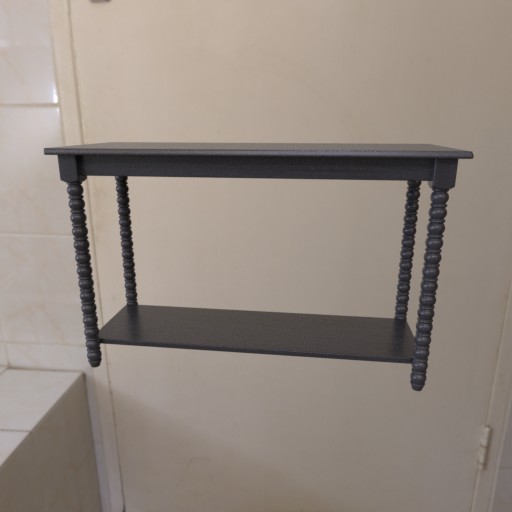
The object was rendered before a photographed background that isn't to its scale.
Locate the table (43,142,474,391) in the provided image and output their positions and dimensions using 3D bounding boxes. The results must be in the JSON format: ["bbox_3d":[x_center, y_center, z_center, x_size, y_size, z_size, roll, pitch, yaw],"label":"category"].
[{"bbox_3d":[0.000,0.000,1.520,1.184,0.735,0.459,2,17,7],"label":"table"}]
